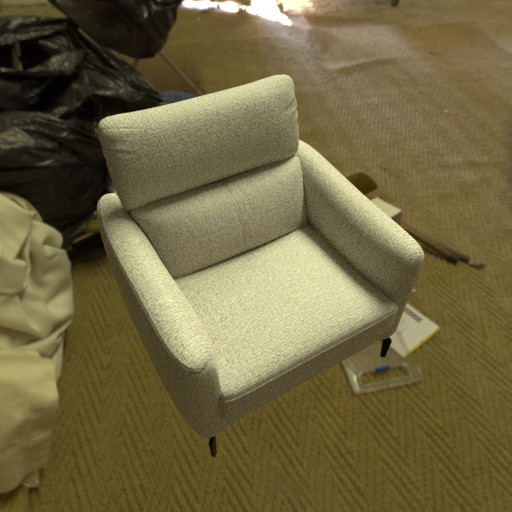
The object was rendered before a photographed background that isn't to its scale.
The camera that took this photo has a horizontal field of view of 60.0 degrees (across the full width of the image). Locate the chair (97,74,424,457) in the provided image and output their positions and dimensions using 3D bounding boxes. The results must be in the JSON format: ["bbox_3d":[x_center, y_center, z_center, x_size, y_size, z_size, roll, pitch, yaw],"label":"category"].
[{"bbox_3d":[0.000,0.000,1.651,0.972,0.967,0.835,-23,49,-21],"label":"chair"}]
